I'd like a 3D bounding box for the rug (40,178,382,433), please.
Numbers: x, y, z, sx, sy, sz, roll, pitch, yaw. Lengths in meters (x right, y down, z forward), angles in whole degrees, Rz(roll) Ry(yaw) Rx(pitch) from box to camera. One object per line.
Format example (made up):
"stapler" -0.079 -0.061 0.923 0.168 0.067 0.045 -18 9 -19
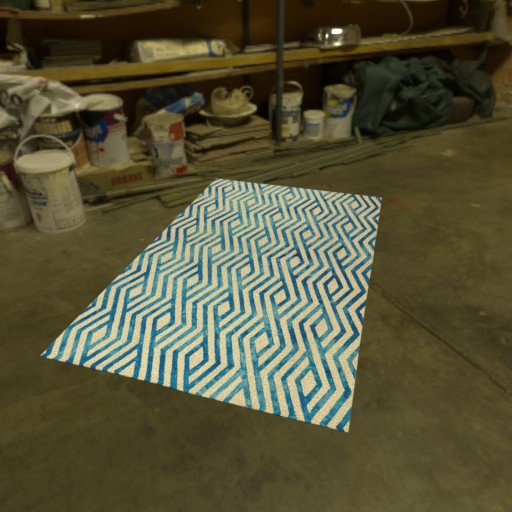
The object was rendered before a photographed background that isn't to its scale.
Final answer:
"rug" 0.000 0.000 3.016 1.531 0.008 2.439 9 33 14
